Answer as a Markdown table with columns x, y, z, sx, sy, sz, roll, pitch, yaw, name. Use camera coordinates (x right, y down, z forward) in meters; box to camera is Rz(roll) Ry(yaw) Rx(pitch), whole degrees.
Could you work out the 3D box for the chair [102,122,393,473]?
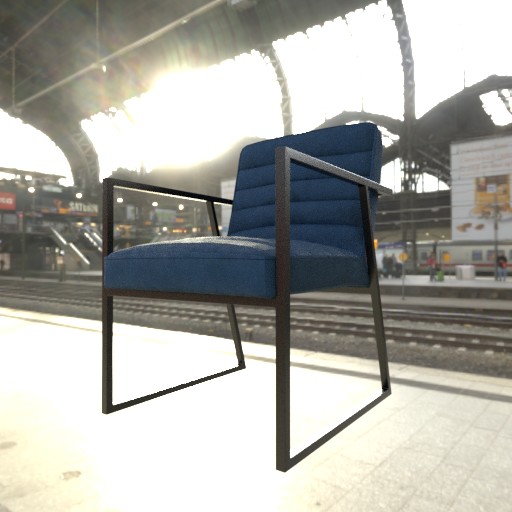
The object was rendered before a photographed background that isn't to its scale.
| x | y | z | sx | sy | sz | roll | pitch | yaw | name |
| --- | --- | --- | --- | --- | --- | --- | --- | --- | --- |
| 0.000 | 0.000 | 1.259 | 0.571 | 0.833 | 0.677 | 0 | -1 | 36 | chair |
